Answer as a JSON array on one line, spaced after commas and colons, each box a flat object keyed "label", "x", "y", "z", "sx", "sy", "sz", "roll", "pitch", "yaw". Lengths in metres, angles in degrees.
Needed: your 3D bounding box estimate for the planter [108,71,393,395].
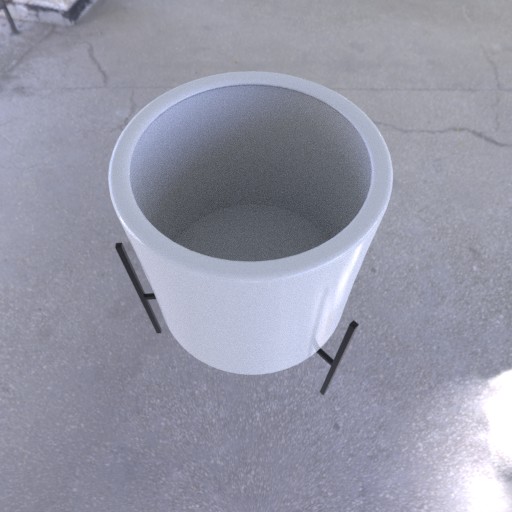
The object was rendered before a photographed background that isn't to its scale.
[{"label": "planter", "x": 0.000, "y": 0.000, "z": 0.724, "sx": 0.360, "sy": 0.480, "sz": 0.361, "roll": 18, "pitch": 59, "yaw": 11}]
